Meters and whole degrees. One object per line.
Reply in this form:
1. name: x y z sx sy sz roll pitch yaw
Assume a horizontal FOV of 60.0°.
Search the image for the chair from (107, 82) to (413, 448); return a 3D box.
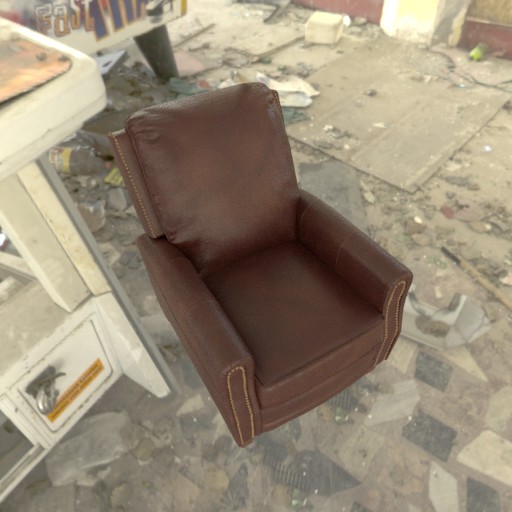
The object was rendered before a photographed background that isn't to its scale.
1. chair: 0.000 0.000 1.839 0.826 1.022 1.089 -23 50 -20
